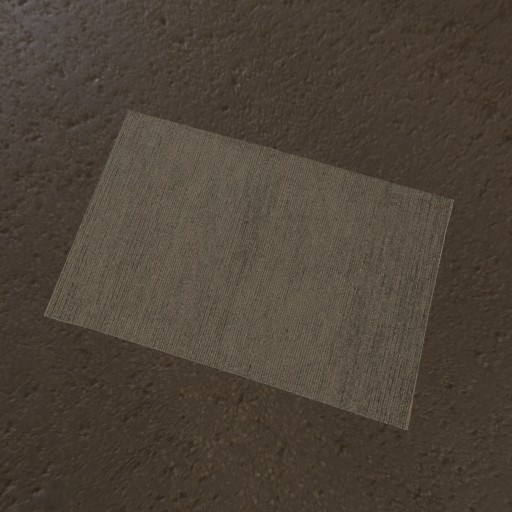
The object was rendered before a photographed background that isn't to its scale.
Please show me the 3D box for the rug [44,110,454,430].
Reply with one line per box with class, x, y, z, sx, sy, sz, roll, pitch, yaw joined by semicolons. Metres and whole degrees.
rug;0.000;0.000;2.180;1.773;0.021;1.149;17;77;4
